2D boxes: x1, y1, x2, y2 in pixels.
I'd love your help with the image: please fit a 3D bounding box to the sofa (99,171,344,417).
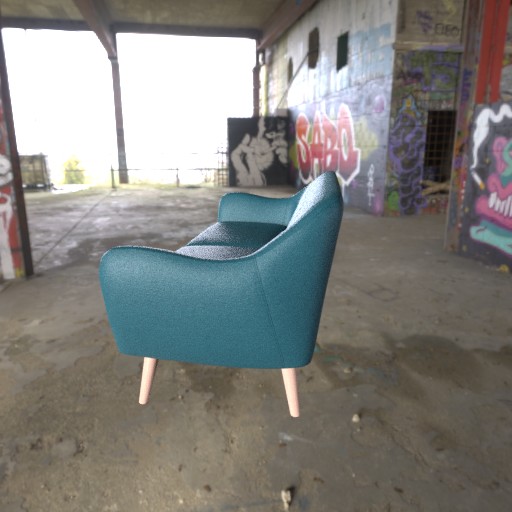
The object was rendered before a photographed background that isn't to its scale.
[{"bbox_3d":[0.000,0.000,2.315,0.820,0.836,1.840,2,14,9],"label":"sofa"}]
